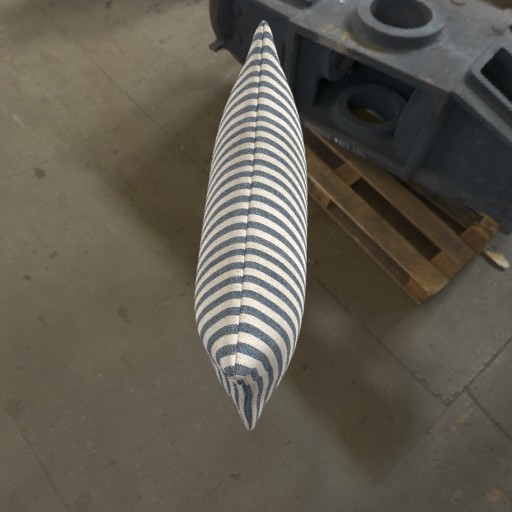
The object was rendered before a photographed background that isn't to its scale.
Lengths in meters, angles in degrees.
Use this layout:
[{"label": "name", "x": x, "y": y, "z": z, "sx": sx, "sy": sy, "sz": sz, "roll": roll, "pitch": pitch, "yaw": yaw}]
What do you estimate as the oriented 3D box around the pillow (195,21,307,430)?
[{"label": "pillow", "x": 0.000, "y": 0.000, "z": 0.764, "sx": 0.166, "sy": 0.510, "sz": 0.523, "roll": 3, "pitch": 64, "yaw": 2}]
